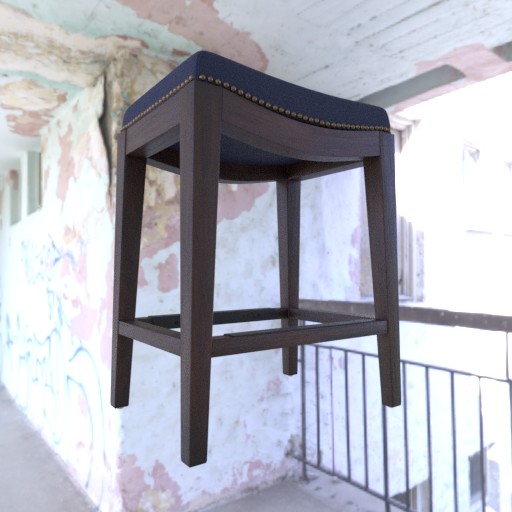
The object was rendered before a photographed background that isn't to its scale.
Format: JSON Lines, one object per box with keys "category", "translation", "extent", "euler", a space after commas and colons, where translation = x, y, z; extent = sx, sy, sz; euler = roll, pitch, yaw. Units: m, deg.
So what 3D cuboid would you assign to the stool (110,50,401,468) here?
{"category": "stool", "translation": [0.000, 0.000, 0.944], "extent": [0.500, 0.642, 0.361], "euler": [1, -2, -36]}
